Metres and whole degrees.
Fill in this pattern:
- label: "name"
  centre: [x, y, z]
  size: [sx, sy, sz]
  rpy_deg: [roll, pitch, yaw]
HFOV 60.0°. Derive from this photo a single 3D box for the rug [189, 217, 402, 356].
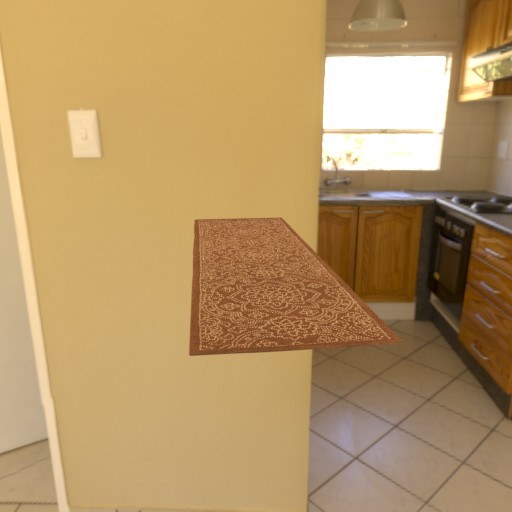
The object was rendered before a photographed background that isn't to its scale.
- label: "rug"
  centre: [0.000, 0.000, 2.718]
  size: [0.769, 0.012, 2.448]
  rpy_deg: [-2, 16, -7]
